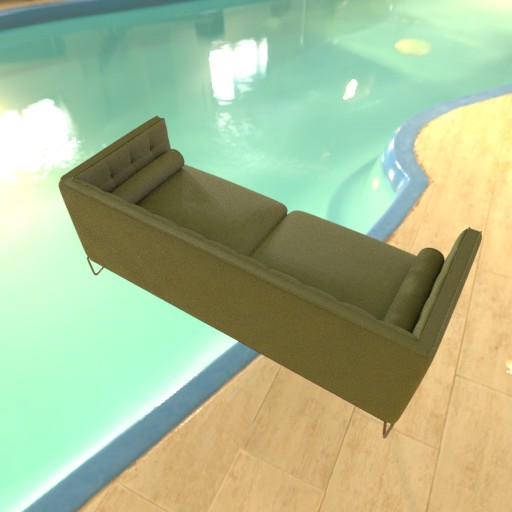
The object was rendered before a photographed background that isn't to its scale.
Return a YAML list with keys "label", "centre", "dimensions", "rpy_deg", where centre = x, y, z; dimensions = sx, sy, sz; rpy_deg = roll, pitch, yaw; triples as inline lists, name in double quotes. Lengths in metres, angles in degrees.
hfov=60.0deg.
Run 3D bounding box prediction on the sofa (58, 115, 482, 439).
- label: "sofa"
  centre: [0.000, 0.000, 2.537]
  dimensions: [2.087, 0.789, 0.867]
  rpy_deg: [25, 51, 21]
